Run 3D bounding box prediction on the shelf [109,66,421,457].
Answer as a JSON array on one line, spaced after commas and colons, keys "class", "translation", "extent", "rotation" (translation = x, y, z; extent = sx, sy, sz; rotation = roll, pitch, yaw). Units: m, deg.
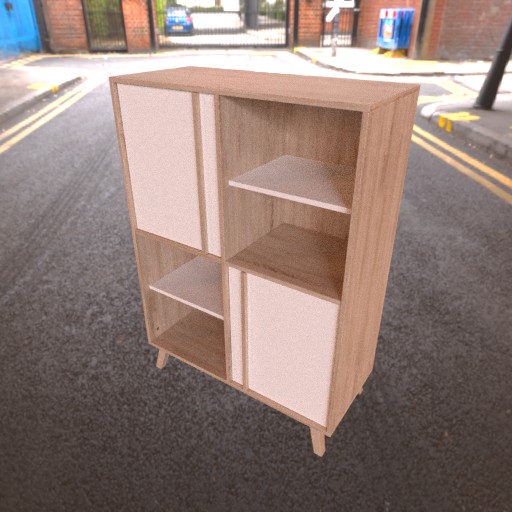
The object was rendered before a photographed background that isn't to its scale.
[{"class": "shelf", "translation": [0.000, 0.000, 1.871], "extent": [1.000, 1.390, 0.450], "rotation": [18, 34, 29]}]
